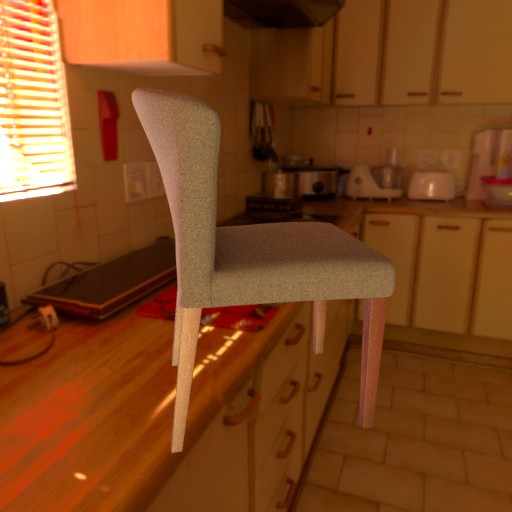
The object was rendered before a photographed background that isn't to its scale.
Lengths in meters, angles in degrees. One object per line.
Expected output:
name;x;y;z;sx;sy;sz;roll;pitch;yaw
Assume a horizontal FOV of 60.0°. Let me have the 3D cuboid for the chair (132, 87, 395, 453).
chair;0.000;0.000;1.202;0.592;0.839;0.491;-3;16;-10
